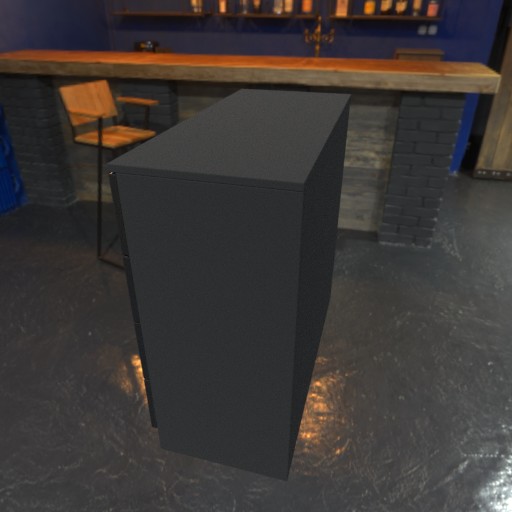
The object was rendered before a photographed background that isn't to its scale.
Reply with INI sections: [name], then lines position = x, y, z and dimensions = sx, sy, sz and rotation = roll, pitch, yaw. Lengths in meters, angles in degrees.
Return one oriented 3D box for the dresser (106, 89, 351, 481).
[dresser]
position = 0.000, 0.000, 1.190
dimensions = 0.360, 0.720, 0.750
rotation = 8, 31, 14
